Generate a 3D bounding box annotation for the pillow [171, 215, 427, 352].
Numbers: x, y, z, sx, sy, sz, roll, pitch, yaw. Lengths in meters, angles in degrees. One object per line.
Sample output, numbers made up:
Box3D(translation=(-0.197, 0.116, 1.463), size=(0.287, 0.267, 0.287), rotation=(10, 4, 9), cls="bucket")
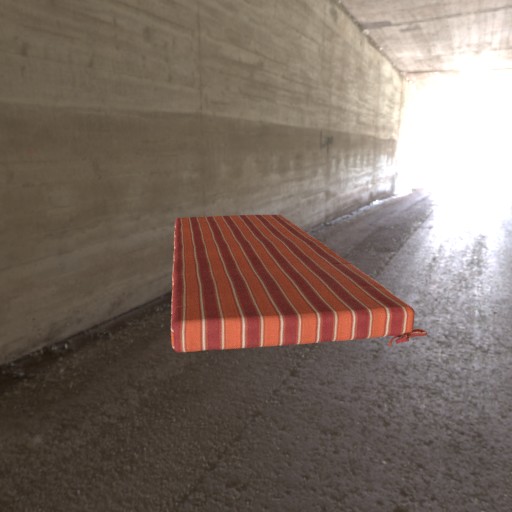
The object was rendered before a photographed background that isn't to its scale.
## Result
Box3D(translation=(0.000, 0.000, 1.346), size=(0.492, 0.081, 1.187), rotation=(-2, 14, -9), cls="pillow")
